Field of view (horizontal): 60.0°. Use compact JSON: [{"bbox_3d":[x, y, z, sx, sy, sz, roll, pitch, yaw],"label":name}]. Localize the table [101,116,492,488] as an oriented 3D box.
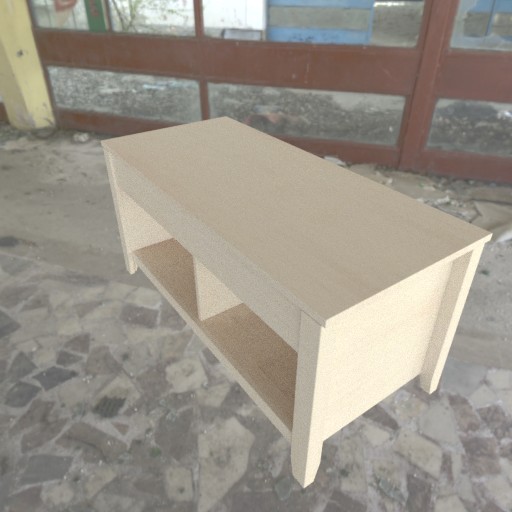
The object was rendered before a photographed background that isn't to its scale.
[{"bbox_3d":[0.000,0.000,1.267,0.457,0.483,1.016,-21,39,-29],"label":"table"}]
